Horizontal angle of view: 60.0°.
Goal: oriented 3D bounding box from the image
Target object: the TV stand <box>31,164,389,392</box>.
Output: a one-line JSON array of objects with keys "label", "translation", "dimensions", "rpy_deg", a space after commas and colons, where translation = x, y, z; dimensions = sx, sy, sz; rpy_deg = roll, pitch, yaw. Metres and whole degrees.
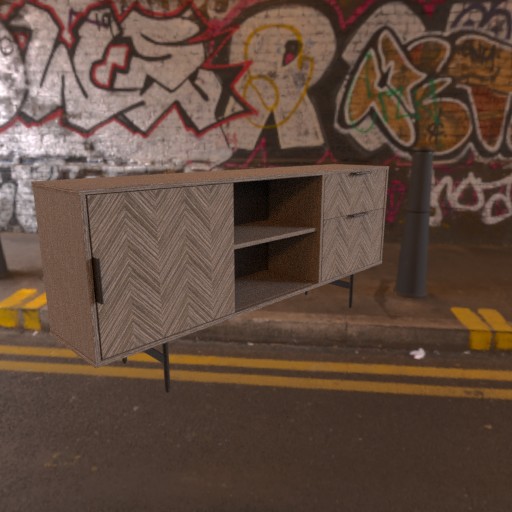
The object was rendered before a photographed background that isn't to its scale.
[{"label": "TV stand", "translation": [0.000, 0.000, 2.114], "dimensions": [0.405, 0.787, 1.804], "rpy_deg": [14, 20, 43]}]
